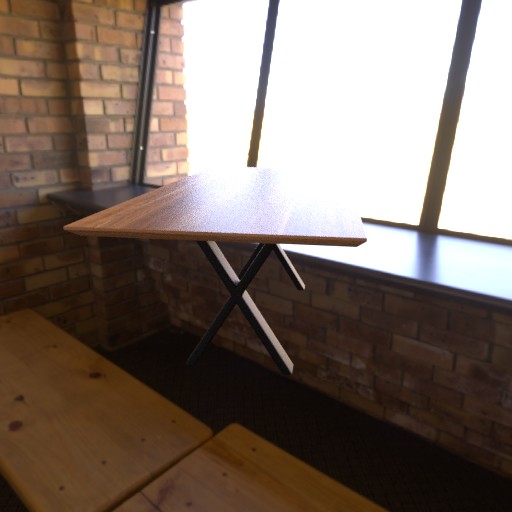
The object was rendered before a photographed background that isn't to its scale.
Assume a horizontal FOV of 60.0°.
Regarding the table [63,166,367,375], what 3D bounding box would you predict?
[{"bbox_3d":[0.000,0.000,2.476,1.000,0.770,2.000,3,17,9],"label":"table"}]
